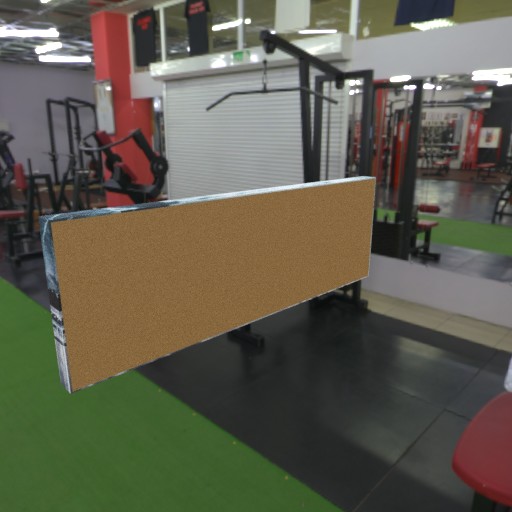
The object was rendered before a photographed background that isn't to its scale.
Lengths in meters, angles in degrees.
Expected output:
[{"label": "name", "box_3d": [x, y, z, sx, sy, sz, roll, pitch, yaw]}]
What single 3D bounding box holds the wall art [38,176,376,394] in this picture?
[{"label": "wall art", "box_3d": [0.000, 0.000, 0.858, 0.759, 0.251, 0.037, -15, 22, -41]}]
